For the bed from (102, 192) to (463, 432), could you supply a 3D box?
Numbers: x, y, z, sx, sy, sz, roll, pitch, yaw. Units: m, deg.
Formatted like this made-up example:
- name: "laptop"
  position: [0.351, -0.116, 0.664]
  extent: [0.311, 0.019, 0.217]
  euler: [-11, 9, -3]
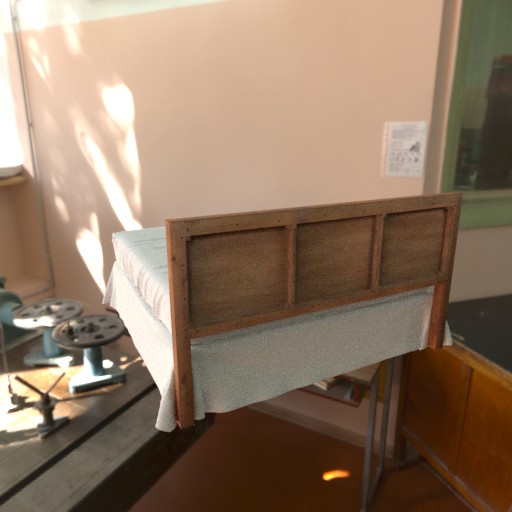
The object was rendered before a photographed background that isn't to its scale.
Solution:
- name: "bed"
  position: [0.000, 0.000, 3.587]
  extent: [2.255, 1.158, 2.165]
  euler: [-8, 18, -26]
